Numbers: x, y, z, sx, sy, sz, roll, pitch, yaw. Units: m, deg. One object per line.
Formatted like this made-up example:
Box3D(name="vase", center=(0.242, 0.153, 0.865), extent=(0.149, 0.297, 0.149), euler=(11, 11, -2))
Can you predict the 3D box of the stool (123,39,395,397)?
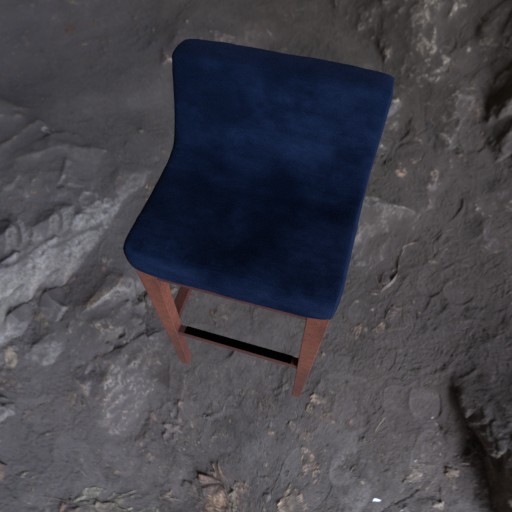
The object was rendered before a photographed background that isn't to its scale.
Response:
Box3D(name="stool", center=(0.000, 0.000, 1.317), extent=(0.511, 1.037, 0.500), euler=(14, 59, 9))
